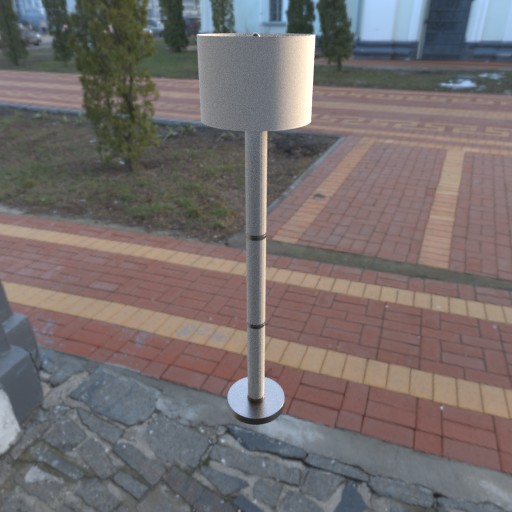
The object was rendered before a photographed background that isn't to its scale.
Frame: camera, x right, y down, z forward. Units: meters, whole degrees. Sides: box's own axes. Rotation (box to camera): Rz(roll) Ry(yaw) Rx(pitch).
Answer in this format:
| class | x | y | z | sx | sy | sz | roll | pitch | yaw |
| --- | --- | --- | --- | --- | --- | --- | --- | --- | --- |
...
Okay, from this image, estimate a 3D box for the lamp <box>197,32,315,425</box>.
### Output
| class | x | y | z | sx | sy | sz | roll | pitch | yaw |
| --- | --- | --- | --- | --- | --- | --- | --- | --- | --- |
| lamp | 0.000 | 0.000 | 1.776 | 0.377 | 1.599 | 0.377 | 19 | 33 | 32 |
